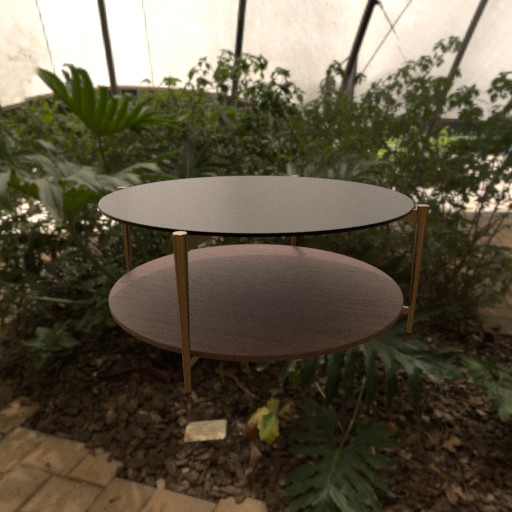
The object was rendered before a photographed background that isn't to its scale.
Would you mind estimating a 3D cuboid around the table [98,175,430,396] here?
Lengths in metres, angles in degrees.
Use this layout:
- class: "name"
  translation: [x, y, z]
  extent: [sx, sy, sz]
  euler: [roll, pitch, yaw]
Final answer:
- class: "table"
  translation: [0.000, 0.000, 1.450]
  extent: [0.938, 0.400, 0.938]
  euler: [-3, 18, -10]
